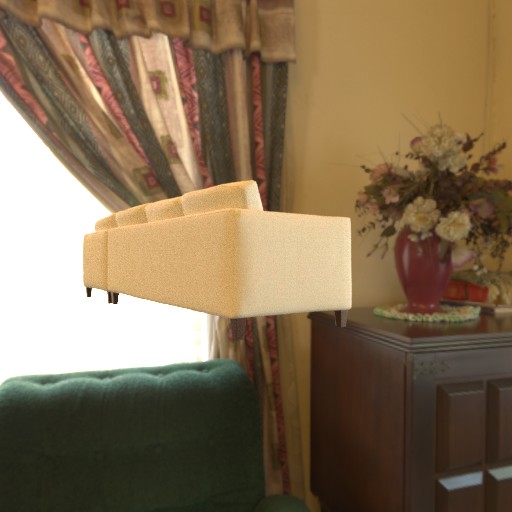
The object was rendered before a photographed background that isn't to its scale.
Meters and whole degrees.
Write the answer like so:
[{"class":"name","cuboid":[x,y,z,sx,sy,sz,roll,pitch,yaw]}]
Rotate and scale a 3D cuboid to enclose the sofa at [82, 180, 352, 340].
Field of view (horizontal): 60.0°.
[{"class":"sofa","cuboid":[0.000,0.000,4.442,2.593,0.947,3.302,0,0,-35]}]
